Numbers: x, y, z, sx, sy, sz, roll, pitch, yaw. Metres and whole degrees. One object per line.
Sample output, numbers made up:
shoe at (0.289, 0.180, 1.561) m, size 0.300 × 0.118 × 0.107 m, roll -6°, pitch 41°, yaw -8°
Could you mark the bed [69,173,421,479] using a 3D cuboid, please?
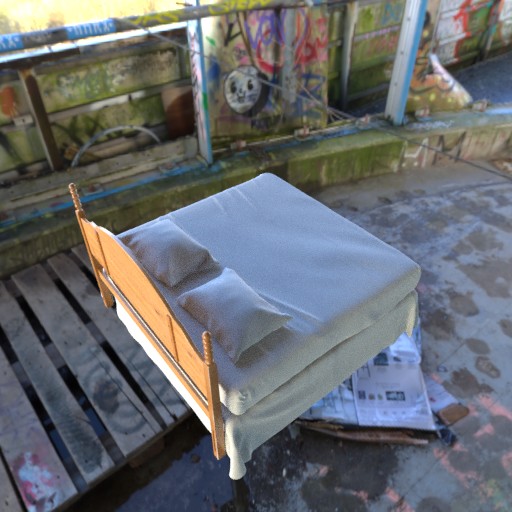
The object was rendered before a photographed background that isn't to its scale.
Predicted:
bed at (0.000, 0.000, 3.791) m, size 2.219 × 1.355 × 2.322 m, roll -27°, pitch 48°, yaw -28°
